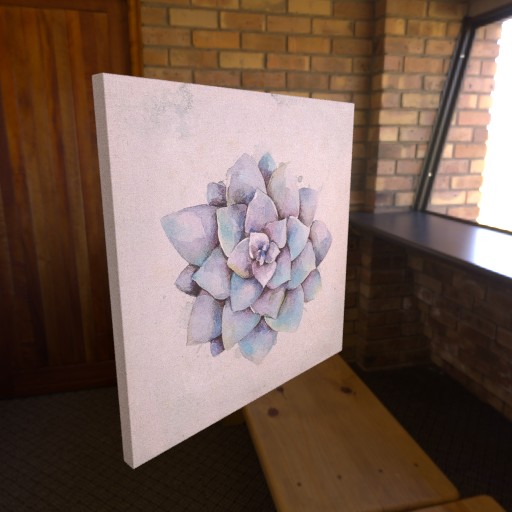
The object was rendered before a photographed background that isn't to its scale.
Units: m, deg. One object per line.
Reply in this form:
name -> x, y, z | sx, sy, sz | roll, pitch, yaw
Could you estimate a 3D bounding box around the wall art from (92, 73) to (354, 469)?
wall art -> 0.000, 0.000, 1.096 | 0.038, 0.762, 0.762 | 13, 19, 43
